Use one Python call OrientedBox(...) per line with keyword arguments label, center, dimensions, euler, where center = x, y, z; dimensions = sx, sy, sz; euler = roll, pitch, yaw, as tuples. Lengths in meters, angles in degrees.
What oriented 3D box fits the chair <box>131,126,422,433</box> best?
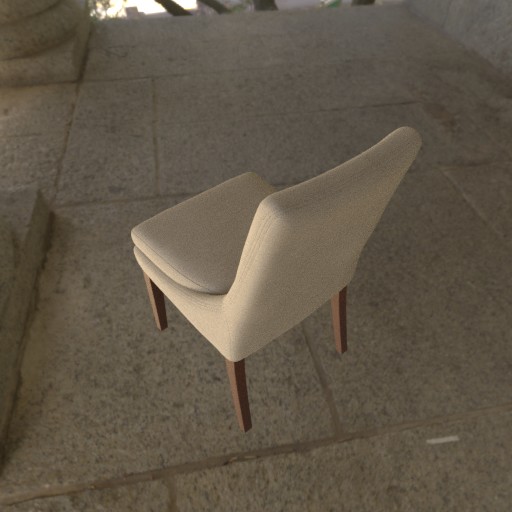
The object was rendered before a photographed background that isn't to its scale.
OrientedBox(label="chair", center=(0.000, 0.000, 1.309), dimensions=(0.515, 0.940, 0.638), euler=(-31, 53, -26))
